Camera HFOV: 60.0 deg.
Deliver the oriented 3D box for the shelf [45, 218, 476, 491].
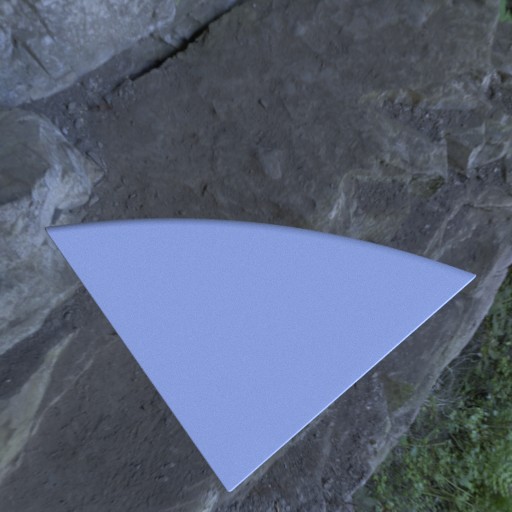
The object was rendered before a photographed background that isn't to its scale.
[{"bbox_3d":[0.000,0.000,0.460,0.310,0.050,0.310,-38,78,-9],"label":"shelf"}]
